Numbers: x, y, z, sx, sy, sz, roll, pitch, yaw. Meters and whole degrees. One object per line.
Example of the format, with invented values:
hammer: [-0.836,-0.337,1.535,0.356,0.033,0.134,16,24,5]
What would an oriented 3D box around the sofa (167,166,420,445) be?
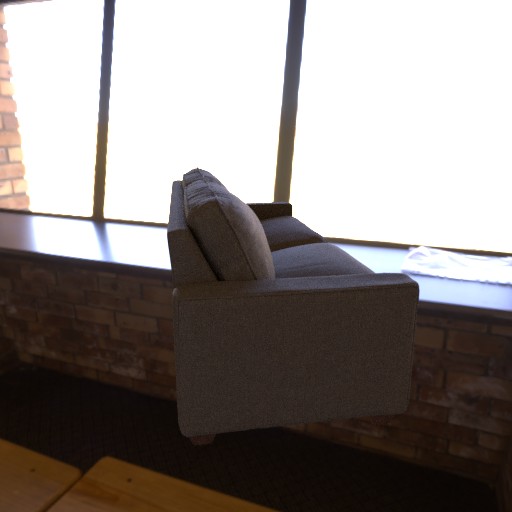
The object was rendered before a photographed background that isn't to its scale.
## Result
sofa: [0.000,0.000,2.561,0.940,0.919,2.080,-3,16,-9]
